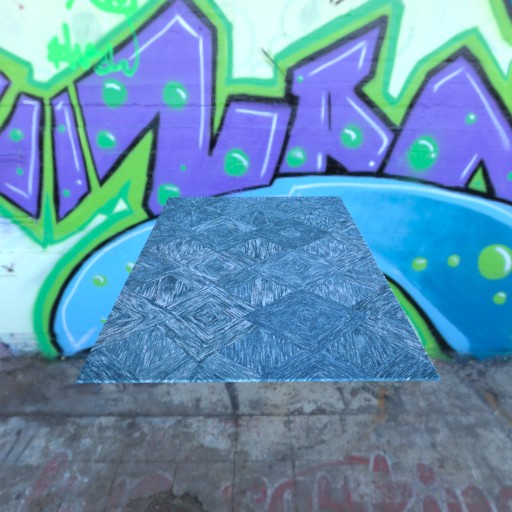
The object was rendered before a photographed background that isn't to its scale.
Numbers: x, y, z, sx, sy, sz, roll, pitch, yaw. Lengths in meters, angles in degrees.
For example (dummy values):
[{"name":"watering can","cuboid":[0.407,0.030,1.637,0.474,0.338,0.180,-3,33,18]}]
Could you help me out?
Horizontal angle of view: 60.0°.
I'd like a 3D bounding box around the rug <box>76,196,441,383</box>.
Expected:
[{"name":"rug","cuboid":[0.000,0.000,2.822,1.490,0.015,2.277,0,27,-1]}]
